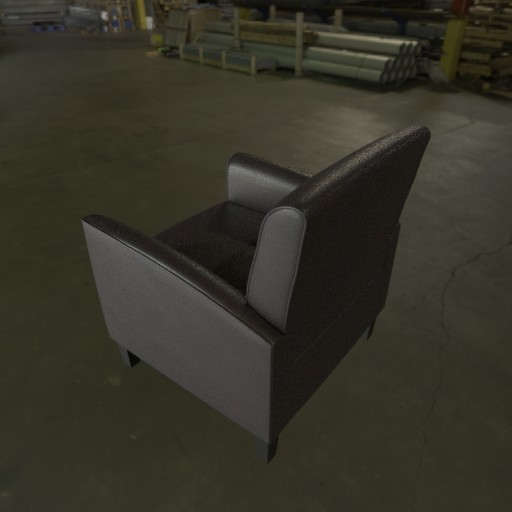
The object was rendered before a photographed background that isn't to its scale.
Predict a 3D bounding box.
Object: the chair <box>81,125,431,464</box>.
[{"bbox_3d":[0.000,0.000,1.571,0.819,0.916,0.820,22,39,31],"label":"chair"}]
